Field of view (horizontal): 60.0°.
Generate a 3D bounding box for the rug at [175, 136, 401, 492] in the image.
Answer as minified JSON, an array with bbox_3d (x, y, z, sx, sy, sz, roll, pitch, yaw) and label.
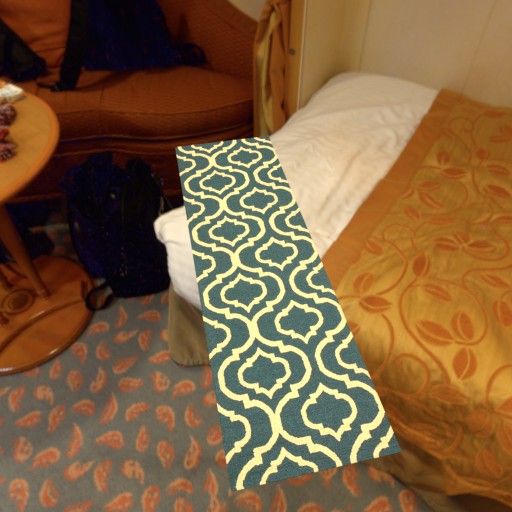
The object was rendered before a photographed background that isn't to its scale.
[{"bbox_3d":[0.000,0.000,2.464,0.685,0.006,2.296,-9,48,-8],"label":"rug"}]
